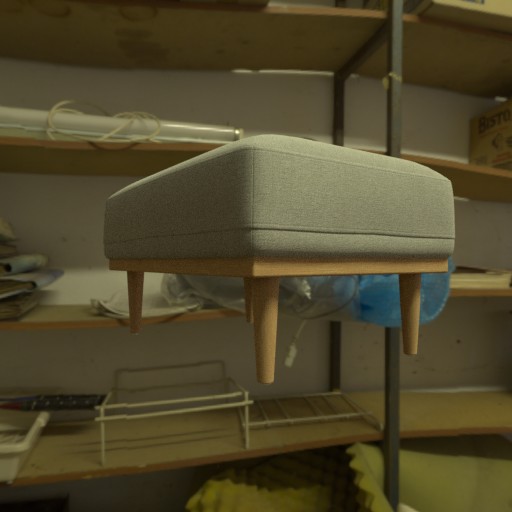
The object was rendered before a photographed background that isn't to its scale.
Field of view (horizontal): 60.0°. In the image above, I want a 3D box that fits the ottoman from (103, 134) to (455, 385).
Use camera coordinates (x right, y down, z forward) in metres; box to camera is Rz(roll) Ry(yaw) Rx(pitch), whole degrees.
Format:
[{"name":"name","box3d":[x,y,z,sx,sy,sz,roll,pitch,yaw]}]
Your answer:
[{"name":"ottoman","box3d":[0.000,0.000,1.090,0.549,0.428,0.749,0,-1,-35]}]
